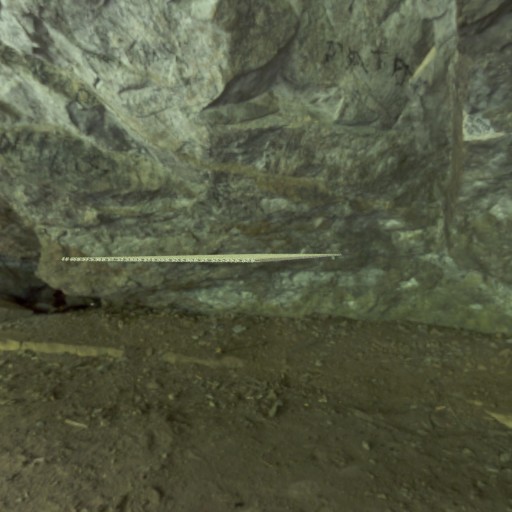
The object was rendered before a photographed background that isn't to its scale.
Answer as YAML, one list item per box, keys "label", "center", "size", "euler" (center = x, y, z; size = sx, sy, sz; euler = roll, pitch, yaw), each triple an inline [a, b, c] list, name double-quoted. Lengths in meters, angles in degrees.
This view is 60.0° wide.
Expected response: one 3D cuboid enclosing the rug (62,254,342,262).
- label: "rug"
  center: [0.000, 0.000, 2.821]
  size: [0.795, 0.015, 2.544]
  euler: [0, 1, 17]
